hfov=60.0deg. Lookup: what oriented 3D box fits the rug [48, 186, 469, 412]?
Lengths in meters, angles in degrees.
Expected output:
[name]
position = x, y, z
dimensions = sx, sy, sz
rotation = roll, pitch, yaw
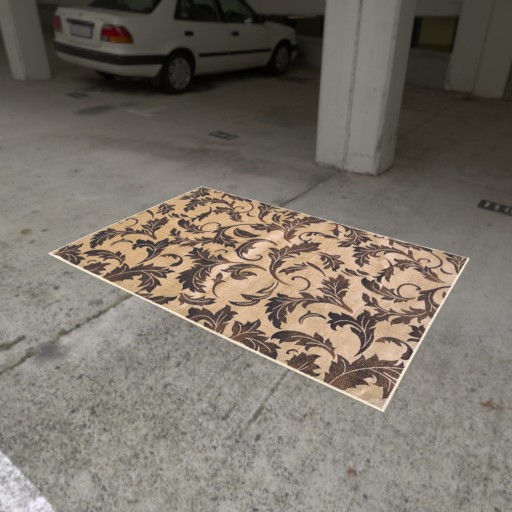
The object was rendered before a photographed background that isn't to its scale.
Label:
[rug]
position = 0.000, 0.000, 2.870
dimensions = 2.284, 0.008, 1.522
rotation = 19, 35, 30
